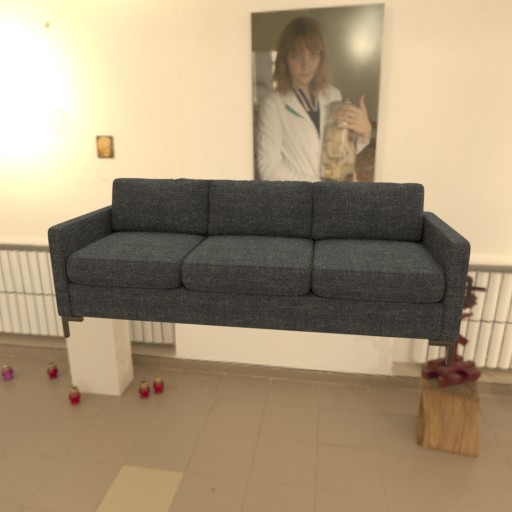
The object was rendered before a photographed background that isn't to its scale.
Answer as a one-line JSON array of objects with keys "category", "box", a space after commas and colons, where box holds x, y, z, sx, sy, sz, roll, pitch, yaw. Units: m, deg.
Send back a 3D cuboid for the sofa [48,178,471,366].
[{"category": "sofa", "box": [0.000, 0.000, 2.718, 2.218, 0.874, 0.859, 2, 16, 8]}]
